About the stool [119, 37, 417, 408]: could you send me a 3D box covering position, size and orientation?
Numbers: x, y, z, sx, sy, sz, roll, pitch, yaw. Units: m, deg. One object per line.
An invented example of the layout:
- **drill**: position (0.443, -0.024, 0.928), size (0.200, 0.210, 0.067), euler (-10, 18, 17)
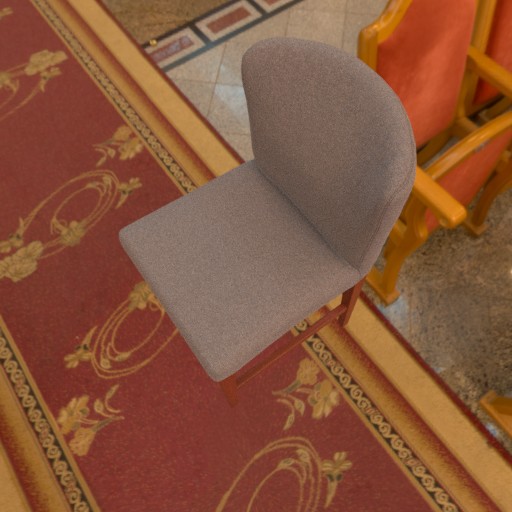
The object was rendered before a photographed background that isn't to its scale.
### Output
- **stool**: position (0.000, 0.000, 1.213), size (0.568, 0.968, 0.481), euler (-33, 67, -16)
